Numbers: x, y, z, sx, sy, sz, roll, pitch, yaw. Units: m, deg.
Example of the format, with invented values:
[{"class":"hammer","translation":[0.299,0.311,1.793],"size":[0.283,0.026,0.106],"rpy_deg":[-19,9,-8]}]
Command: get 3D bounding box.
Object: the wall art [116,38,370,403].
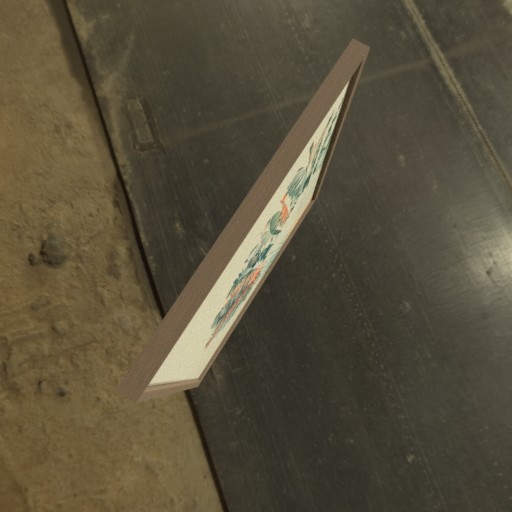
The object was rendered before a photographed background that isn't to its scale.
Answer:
[{"class":"wall art","translation":[0.000,0.000,1.134],"size":[0.038,0.758,0.761],"rpy_deg":[31,78,8]}]
